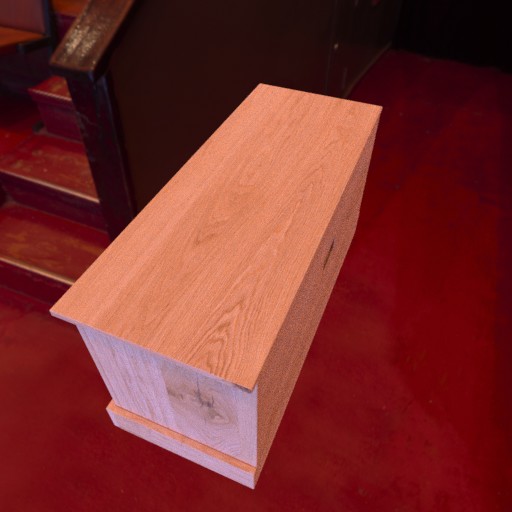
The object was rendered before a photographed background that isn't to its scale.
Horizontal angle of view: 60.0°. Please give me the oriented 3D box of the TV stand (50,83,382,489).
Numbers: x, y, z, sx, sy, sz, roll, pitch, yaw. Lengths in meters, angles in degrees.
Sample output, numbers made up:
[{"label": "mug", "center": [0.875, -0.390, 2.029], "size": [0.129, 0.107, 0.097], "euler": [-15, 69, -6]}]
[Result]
[{"label": "TV stand", "center": [0.000, 0.000, 1.355], "size": [0.440, 0.550, 1.080], "euler": [17, 48, 16]}]
